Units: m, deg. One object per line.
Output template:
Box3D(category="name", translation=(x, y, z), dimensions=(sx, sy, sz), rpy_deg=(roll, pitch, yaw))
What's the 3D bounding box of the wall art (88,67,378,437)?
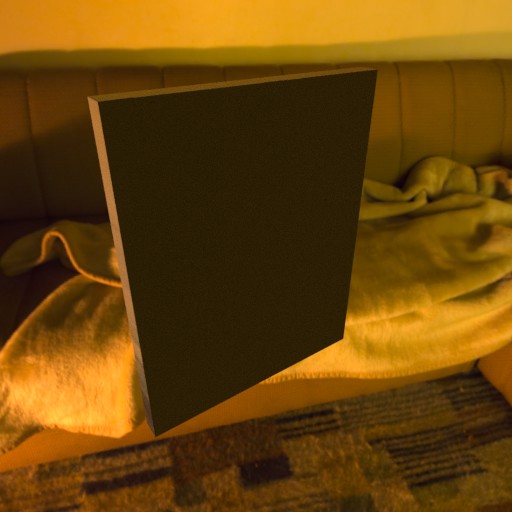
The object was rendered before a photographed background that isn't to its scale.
Box3D(category="wall art", translation=(0.000, 0.000, 0.817), dimensions=(0.489, 0.608, 0.040), rpy_deg=(-19, 35, -30))
